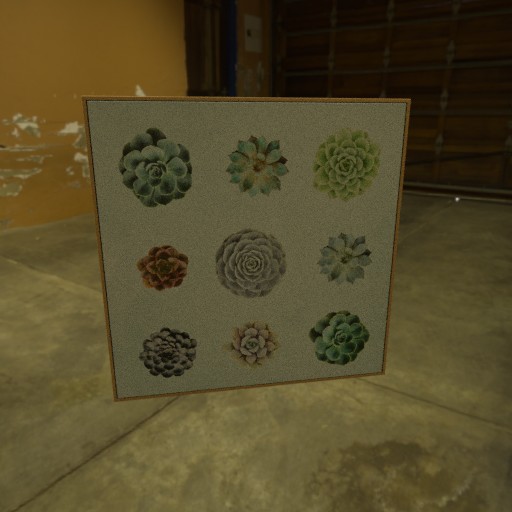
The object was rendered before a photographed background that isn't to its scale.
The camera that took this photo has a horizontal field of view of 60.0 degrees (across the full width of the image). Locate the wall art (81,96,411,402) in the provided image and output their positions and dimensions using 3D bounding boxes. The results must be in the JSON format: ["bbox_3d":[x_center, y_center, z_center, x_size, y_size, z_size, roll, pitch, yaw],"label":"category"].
[{"bbox_3d":[0.000,0.000,0.973,0.657,0.655,0.014,-3,17,-10],"label":"wall art"}]
